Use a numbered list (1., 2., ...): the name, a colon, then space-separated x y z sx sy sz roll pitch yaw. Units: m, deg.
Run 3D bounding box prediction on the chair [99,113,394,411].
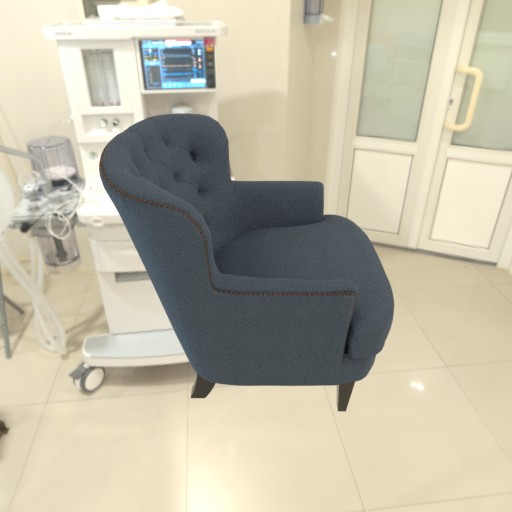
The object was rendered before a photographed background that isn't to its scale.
1. chair: 0.000 0.000 1.584 0.906 0.868 0.848 0 31 0
